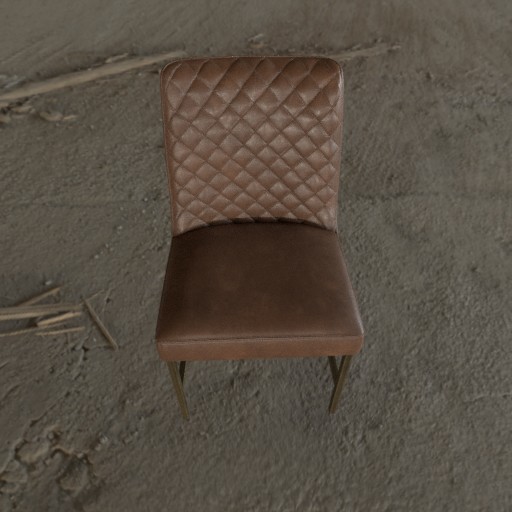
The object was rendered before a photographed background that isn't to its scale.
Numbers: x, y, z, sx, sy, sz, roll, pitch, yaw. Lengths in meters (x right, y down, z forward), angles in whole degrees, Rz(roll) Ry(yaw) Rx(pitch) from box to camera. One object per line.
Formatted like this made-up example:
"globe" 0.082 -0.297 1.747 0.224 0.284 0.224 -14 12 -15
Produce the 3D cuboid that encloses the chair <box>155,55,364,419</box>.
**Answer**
"chair" 0.000 0.000 1.250 0.508 0.889 0.587 -2 47 -2
